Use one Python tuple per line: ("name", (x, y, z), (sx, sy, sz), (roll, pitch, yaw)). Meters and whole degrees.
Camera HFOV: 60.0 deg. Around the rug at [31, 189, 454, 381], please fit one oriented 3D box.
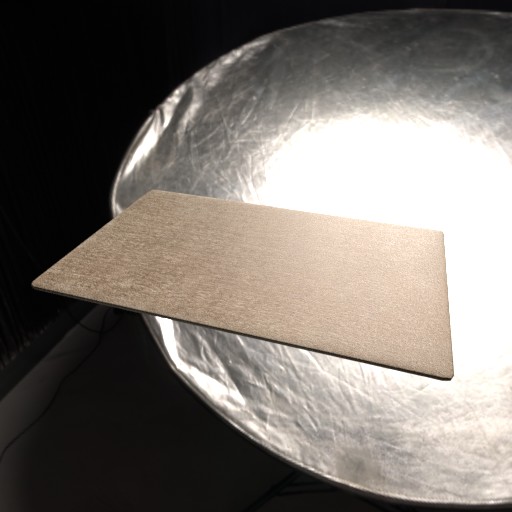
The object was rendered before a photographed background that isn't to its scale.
("rug", (0.000, 0.000, 3.029), (2.469, 0.024, 1.539), (10, 34, 15))
